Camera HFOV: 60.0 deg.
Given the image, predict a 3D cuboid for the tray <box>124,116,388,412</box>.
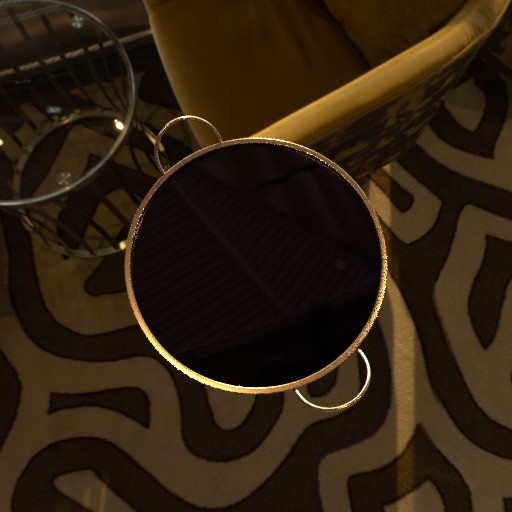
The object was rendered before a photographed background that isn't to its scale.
[{"bbox_3d":[0.000,0.000,0.733,0.438,0.069,0.543,-31,78,-7],"label":"tray"}]
